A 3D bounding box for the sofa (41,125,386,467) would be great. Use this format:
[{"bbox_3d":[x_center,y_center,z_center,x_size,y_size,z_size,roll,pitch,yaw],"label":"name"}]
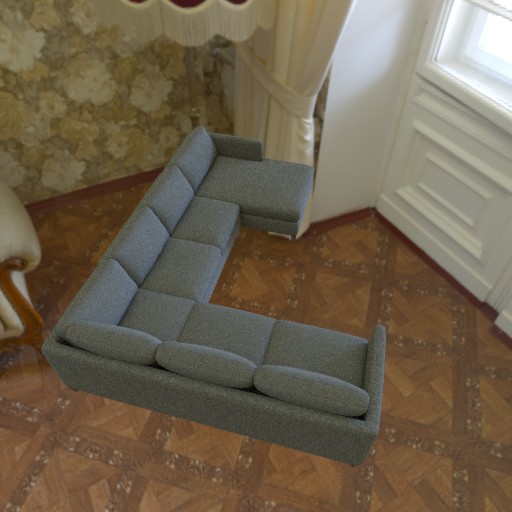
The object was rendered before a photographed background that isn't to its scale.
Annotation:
[{"bbox_3d":[0.000,0.000,4.352,2.551,0.853,3.238,11,48,10],"label":"sofa"}]
